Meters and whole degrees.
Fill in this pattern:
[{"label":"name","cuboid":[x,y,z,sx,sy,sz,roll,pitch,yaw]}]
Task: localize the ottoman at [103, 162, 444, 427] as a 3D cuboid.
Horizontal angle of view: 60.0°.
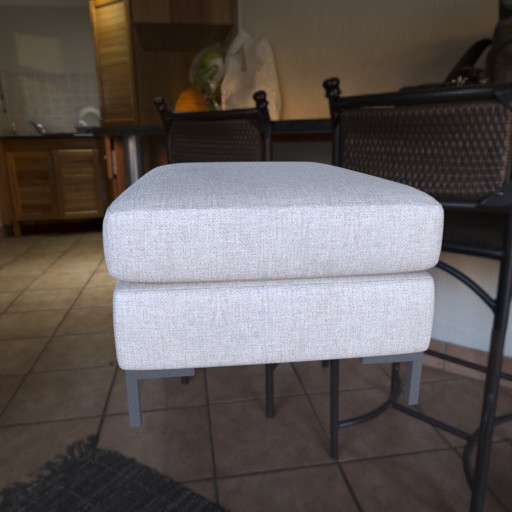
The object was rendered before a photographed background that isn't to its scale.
[{"label":"ottoman","cuboid":[0.000,0.000,1.239,0.671,0.490,0.820,-2,16,-7]}]
